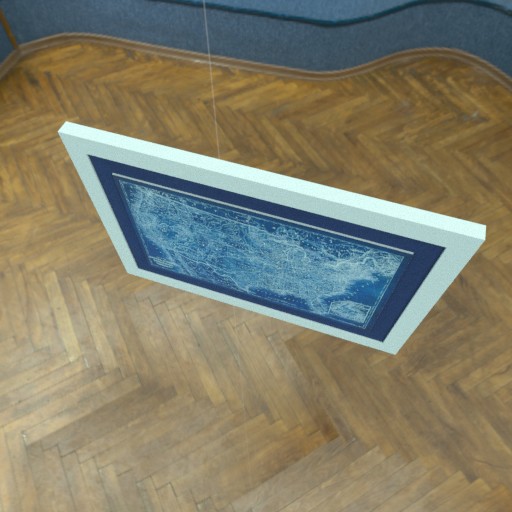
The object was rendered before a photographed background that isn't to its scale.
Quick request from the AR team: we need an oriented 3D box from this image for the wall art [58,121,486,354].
[{"bbox_3d":[0.000,0.000,1.689,1.308,0.902,0.051,16,59,10],"label":"wall art"}]
